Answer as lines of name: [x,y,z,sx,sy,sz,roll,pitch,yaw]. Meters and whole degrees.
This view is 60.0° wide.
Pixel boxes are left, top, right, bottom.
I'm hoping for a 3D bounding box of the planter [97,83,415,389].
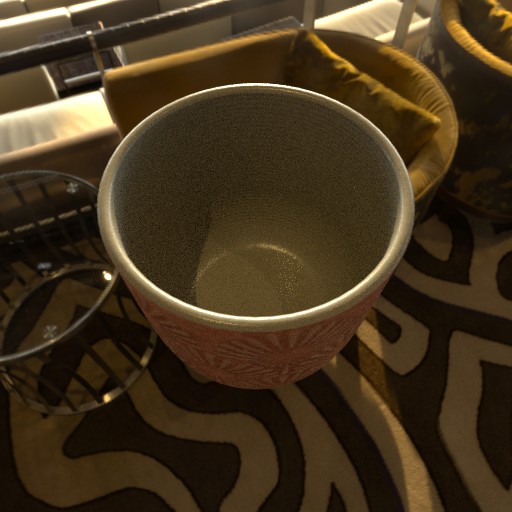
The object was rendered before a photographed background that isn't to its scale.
planter: [0.000,0.000,0.221,0.124,0.109,0.124,0,58,0]
